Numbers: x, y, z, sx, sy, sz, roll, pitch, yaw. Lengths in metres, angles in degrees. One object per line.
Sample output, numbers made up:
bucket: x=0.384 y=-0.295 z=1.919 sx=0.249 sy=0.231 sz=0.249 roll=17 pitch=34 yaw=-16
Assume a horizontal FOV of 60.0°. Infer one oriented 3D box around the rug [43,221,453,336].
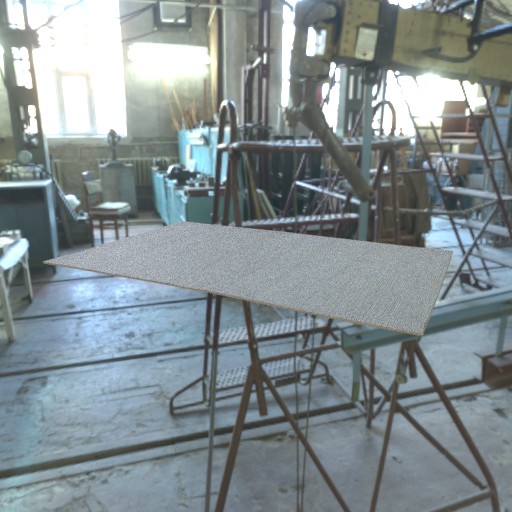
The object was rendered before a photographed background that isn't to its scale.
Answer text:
rug: x=0.000 y=0.000 z=2.279 sx=1.792 sy=0.021 sz=1.154 roll=8 pitch=17 yaw=27
